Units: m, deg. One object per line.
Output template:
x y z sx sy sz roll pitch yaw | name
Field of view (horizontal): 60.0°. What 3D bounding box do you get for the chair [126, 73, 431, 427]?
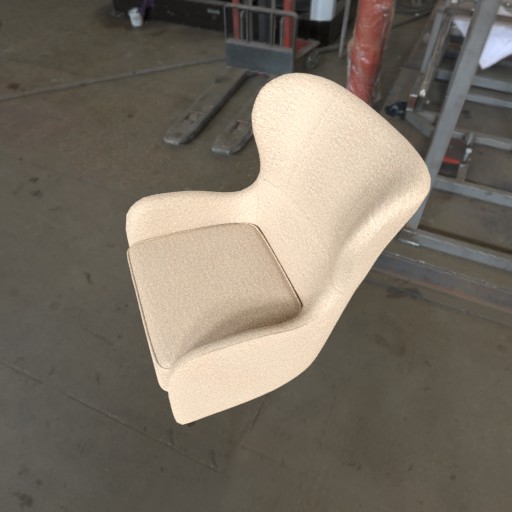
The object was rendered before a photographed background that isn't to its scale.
0.000 0.000 1.770 0.984 1.064 0.861 -16 49 -14 | chair
